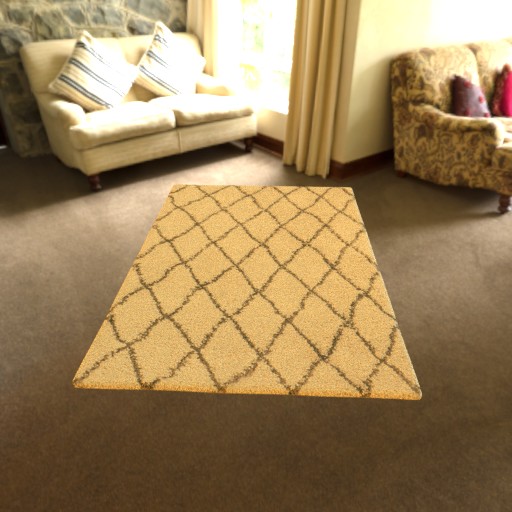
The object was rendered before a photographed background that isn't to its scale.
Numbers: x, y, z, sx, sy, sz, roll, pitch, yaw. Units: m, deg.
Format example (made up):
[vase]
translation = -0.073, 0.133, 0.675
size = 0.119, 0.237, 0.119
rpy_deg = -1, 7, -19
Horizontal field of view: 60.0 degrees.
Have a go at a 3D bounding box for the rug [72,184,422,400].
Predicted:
[rug]
translation = 0.000, 0.000, 2.284
size = 1.219, 0.030, 1.778
rpy_deg = 1, 32, 2
